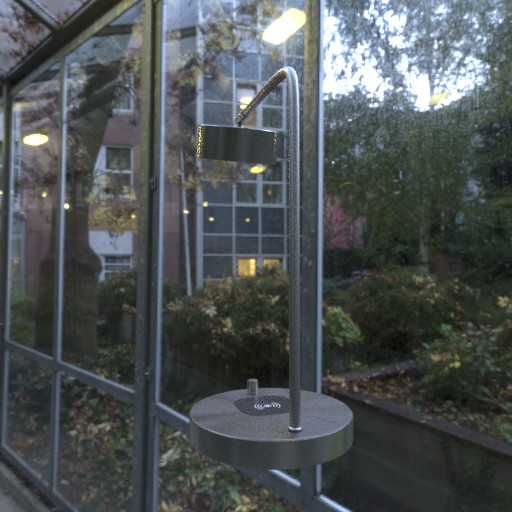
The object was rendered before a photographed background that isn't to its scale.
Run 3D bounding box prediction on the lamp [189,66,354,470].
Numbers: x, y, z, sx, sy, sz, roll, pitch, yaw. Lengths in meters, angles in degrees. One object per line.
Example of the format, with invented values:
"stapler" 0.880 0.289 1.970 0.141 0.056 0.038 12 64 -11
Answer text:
"lamp" 0.000 0.000 0.644 0.211 0.469 0.334 1 -2 -18
